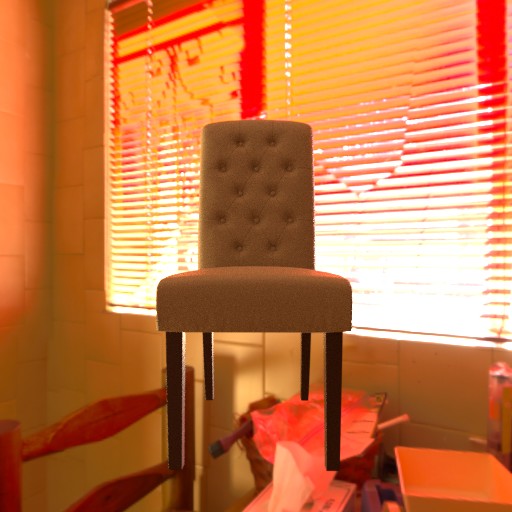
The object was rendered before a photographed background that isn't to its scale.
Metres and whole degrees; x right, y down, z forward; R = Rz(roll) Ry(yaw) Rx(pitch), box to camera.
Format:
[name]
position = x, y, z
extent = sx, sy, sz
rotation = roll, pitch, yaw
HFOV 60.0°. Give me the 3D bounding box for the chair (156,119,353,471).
[chair]
position = 0.000, 0.000, 1.358
extent = 0.456, 1.006, 0.671
rotation = 0, -1, 1
